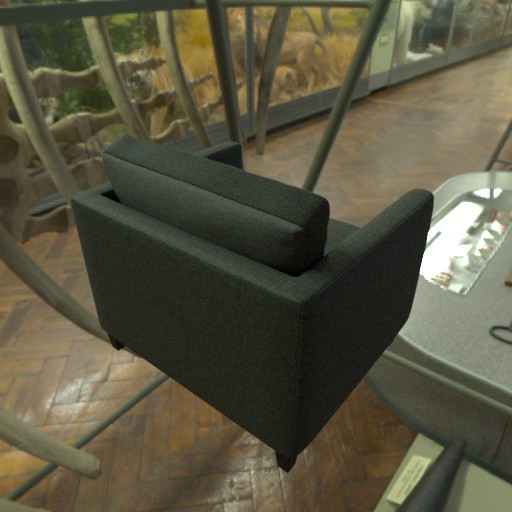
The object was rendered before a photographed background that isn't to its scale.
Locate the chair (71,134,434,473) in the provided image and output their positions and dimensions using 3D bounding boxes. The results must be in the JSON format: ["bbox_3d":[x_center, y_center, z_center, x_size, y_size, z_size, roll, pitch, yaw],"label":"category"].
[{"bbox_3d":[0.000,0.000,1.833,1.107,0.963,0.959,23,38,33],"label":"chair"}]
